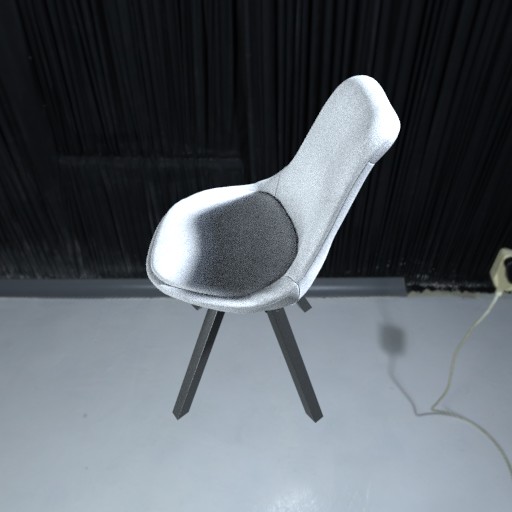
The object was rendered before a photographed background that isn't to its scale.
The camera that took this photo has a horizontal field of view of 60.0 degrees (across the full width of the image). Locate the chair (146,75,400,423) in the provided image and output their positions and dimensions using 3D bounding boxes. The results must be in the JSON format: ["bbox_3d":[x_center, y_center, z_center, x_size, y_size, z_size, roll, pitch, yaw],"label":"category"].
[{"bbox_3d":[0.000,0.000,1.165,0.550,0.850,0.485,0,41,0],"label":"chair"}]
